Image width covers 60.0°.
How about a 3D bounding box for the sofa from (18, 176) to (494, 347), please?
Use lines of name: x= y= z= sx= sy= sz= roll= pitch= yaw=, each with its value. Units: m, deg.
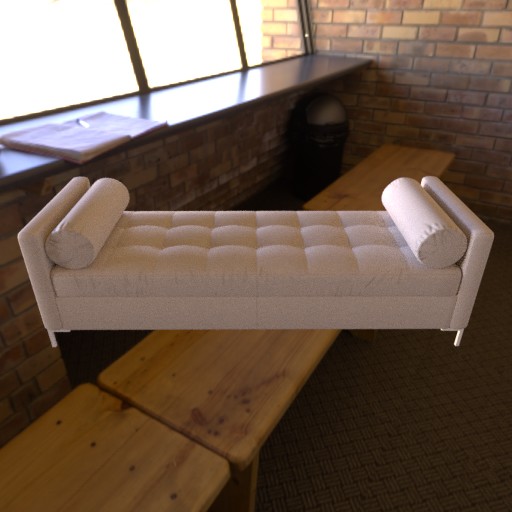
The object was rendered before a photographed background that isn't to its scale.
sofa: x=0.000 y=0.000 z=2.268 sx=1.981 sy=0.635 sz=0.686 roll=0 pitch=30 yaw=0
